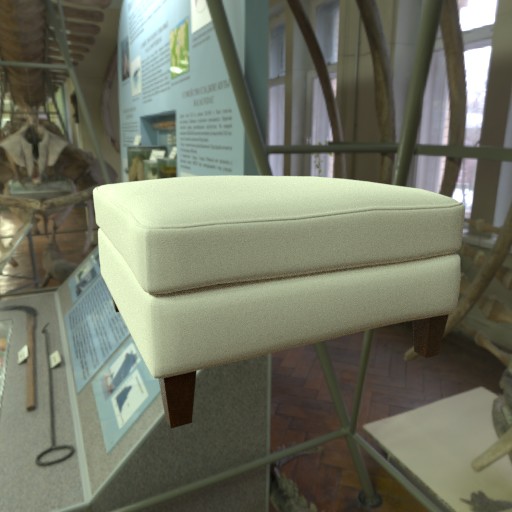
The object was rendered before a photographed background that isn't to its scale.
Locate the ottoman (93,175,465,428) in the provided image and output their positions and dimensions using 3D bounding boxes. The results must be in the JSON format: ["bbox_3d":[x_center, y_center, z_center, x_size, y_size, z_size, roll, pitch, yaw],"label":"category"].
[{"bbox_3d":[0.000,0.000,1.349,0.838,0.479,0.838,-7,16,-25],"label":"ottoman"}]
